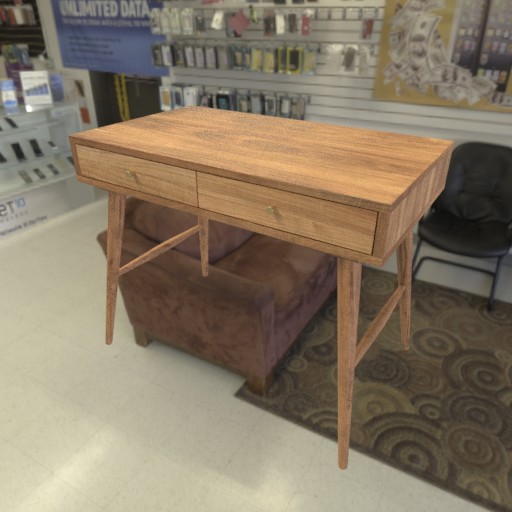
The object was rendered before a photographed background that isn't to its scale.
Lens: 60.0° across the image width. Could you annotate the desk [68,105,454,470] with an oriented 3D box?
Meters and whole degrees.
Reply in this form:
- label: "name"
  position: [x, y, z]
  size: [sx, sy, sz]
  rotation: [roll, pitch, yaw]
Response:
- label: "desk"
  position: [0.000, 0.000, 1.433]
  size: [0.949, 0.758, 0.588]
  rotation: [18, 34, 28]
